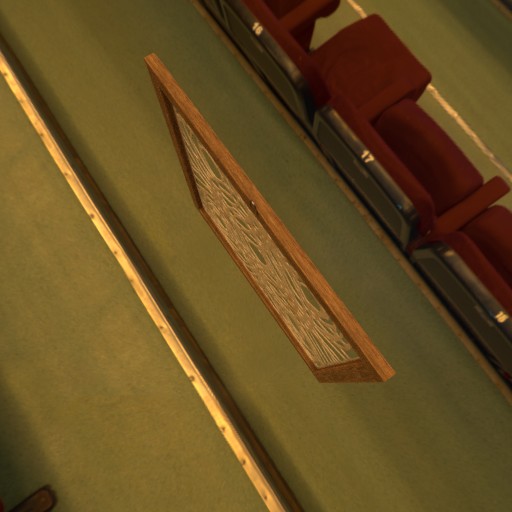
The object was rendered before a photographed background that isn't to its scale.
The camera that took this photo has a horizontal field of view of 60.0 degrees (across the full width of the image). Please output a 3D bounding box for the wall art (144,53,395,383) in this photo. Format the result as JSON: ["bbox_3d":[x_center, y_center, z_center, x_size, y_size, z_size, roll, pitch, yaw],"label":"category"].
[{"bbox_3d":[0.000,0.000,0.854,0.021,0.576,0.561,-34,77,-9],"label":"wall art"}]
